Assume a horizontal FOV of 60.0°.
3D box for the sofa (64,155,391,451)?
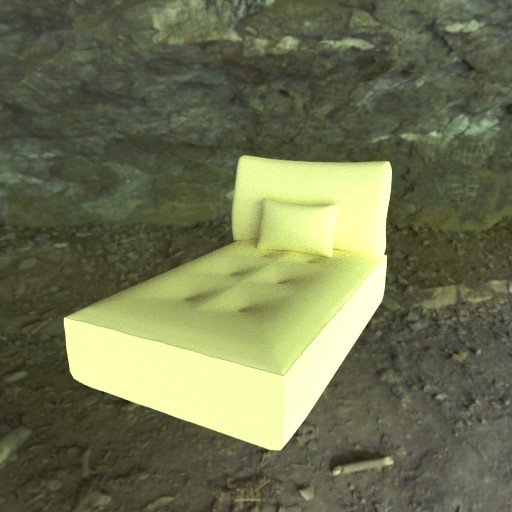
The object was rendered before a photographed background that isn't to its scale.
[{"bbox_3d":[0.000,0.000,2.050,0.930,0.820,1.450,8,18,26],"label":"sofa"}]
